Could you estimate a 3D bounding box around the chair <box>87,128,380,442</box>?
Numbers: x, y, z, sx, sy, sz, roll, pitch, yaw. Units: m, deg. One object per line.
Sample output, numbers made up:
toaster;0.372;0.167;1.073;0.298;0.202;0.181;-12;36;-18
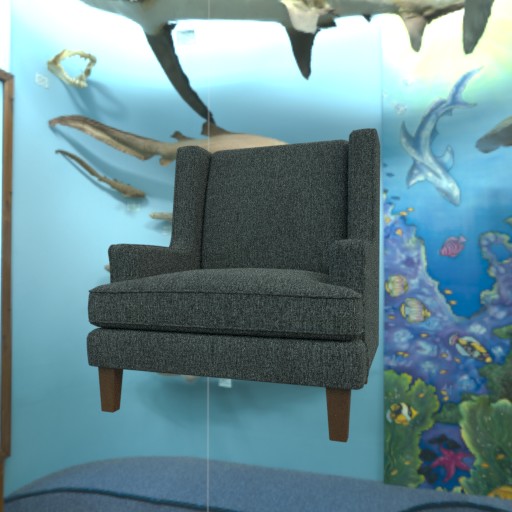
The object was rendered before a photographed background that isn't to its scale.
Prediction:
chair;0.000;0.000;1.802;0.942;1.082;0.927;0;-1;19
